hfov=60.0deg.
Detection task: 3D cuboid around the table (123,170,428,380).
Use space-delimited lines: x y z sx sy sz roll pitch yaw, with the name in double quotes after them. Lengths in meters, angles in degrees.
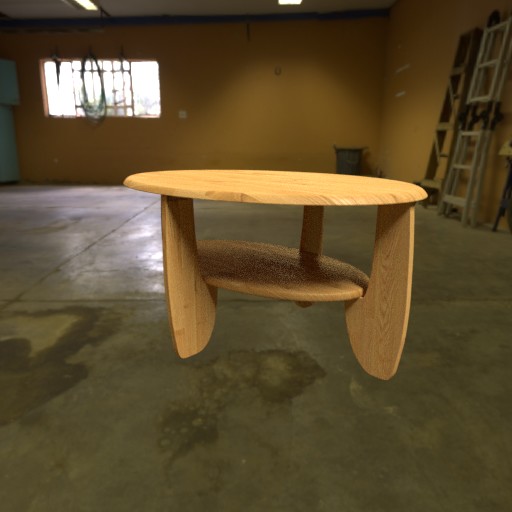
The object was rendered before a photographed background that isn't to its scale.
0.000 0.000 1.423 1.040 0.490 0.690 14 20 43 "table"
